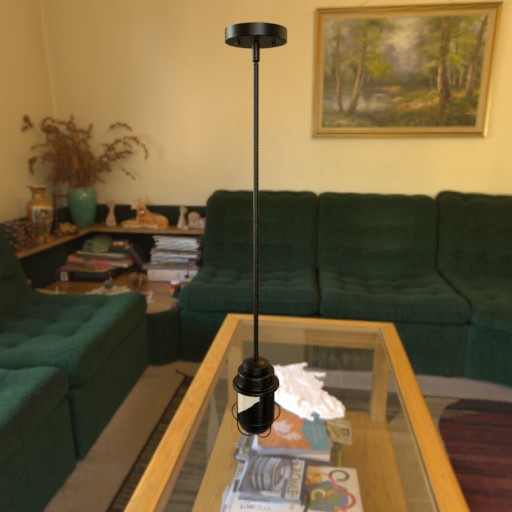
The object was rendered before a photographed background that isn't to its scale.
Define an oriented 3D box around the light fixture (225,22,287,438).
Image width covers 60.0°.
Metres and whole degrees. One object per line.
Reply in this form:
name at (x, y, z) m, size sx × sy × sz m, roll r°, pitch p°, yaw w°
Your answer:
light fixture at (0.000, 0.000, 0.990) m, size 0.123 × 0.920 × 0.123 m, roll -2°, pitch 15°, yaw -9°
